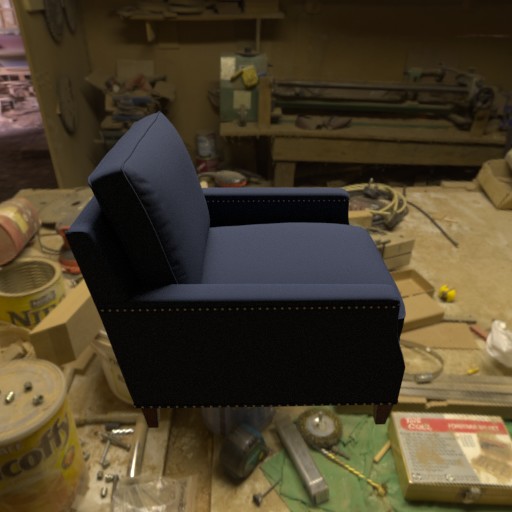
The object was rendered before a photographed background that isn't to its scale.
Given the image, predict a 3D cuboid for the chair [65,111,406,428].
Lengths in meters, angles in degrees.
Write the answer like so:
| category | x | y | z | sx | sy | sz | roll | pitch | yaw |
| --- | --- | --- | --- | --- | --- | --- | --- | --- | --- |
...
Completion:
| category | x | y | z | sx | sy | sz | roll | pitch | yaw |
| --- | --- | --- | --- | --- | --- | --- | --- | --- | --- |
| chair | 0.000 | 0.000 | 1.686 | 1.014 | 0.943 | 0.853 | -1 | 31 | -1 |
